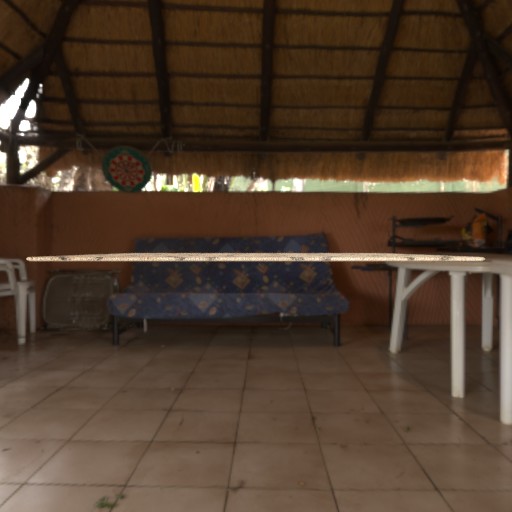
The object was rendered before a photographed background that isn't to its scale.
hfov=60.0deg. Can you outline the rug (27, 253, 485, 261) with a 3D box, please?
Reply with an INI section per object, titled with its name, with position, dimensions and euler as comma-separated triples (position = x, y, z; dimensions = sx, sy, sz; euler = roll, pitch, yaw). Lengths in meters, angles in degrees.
[rug]
position = 0.000, 0.000, 4.067
dimensions = 3.000, 0.026, 2.399
euler = 0, 1, 0
